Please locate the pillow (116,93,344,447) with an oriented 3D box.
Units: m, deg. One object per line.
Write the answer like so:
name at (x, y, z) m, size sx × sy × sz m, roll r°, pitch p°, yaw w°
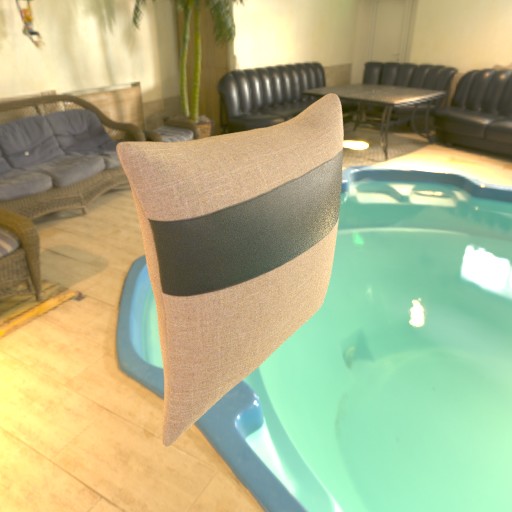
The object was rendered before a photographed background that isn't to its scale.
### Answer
pillow at (0.000, 0.000, 0.634) m, size 0.173 × 0.399 × 0.414 m, roll 19°, pitch 33°, yaw 32°
